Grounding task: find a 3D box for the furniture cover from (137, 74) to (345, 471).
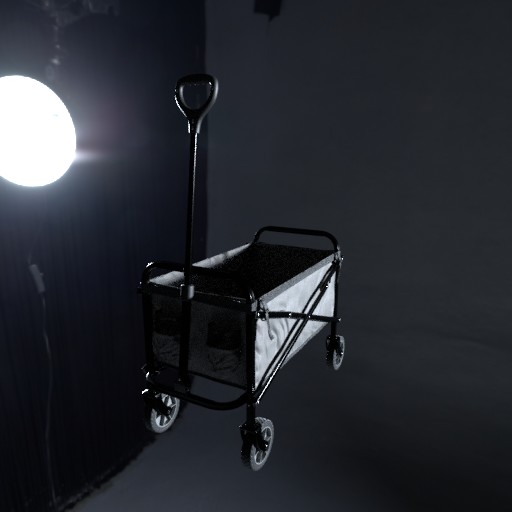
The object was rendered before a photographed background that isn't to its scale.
[{"bbox_3d":[0.000,0.000,1.814,0.532,1.295,1.038,7,16,28],"label":"furniture cover"}]
